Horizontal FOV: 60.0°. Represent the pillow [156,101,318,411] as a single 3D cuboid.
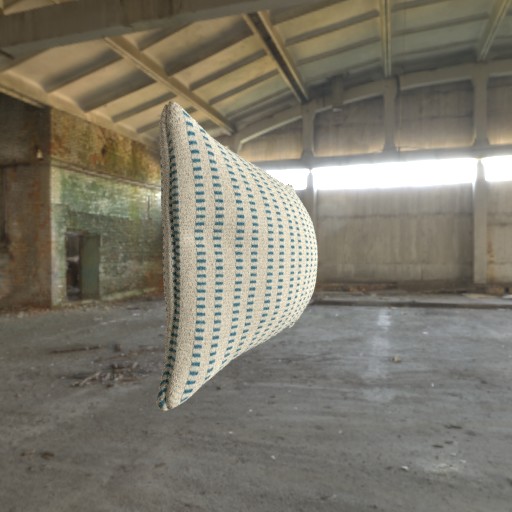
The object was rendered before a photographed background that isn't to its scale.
[{"bbox_3d":[0.000,0.000,0.799,0.210,0.353,0.640,0,0,17],"label":"pillow"}]
